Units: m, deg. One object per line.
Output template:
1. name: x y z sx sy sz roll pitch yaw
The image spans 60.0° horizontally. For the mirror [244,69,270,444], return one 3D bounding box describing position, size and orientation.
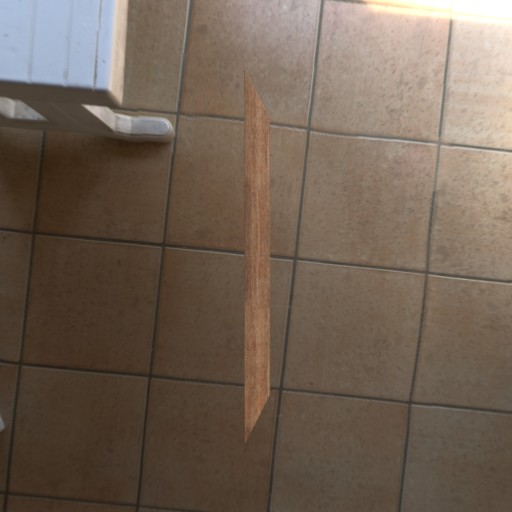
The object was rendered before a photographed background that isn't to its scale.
1. mirror: 0.000 0.000 1.272 0.047 1.010 0.651 0 90 0
